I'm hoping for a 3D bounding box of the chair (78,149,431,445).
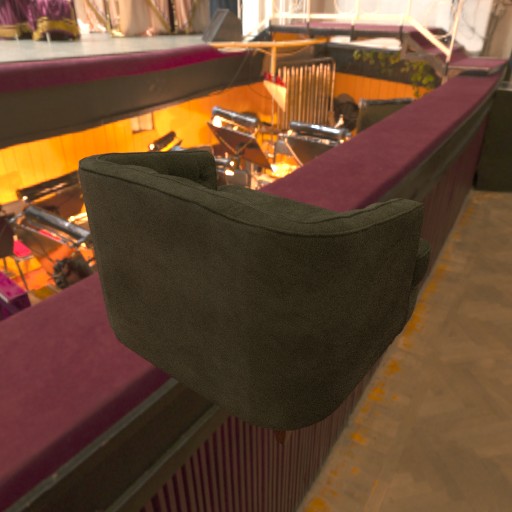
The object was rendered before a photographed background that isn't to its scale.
[{"bbox_3d":[0.000,0.000,1.738,1.104,0.852,0.941,21,36,32],"label":"chair"}]
